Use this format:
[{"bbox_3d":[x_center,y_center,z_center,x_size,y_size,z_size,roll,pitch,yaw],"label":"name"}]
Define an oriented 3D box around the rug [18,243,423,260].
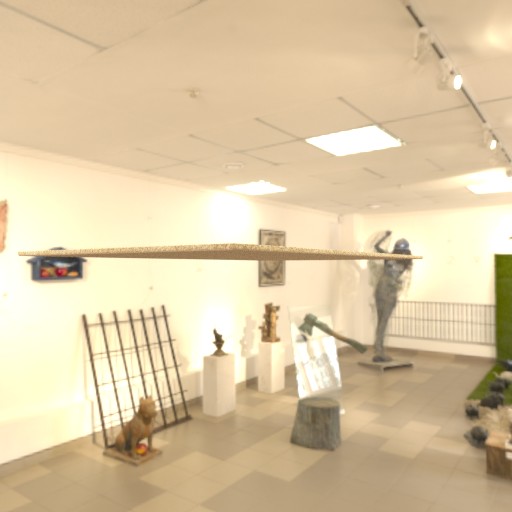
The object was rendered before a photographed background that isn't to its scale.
[{"bbox_3d":[0.000,0.000,2.918,1.500,0.025,2.346,-1,-2,36],"label":"rug"}]
